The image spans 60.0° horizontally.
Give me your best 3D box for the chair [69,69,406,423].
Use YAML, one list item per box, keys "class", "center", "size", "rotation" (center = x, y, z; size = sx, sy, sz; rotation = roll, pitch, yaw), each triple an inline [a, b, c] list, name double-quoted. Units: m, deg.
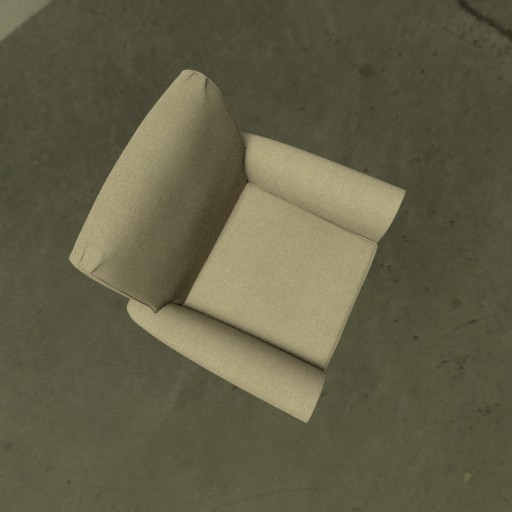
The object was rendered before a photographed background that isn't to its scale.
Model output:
- class: "chair"
  center: [0.000, 0.000, 1.787]
  size: [0.905, 1.061, 0.978]
  rotation: [25, 76, 6]
